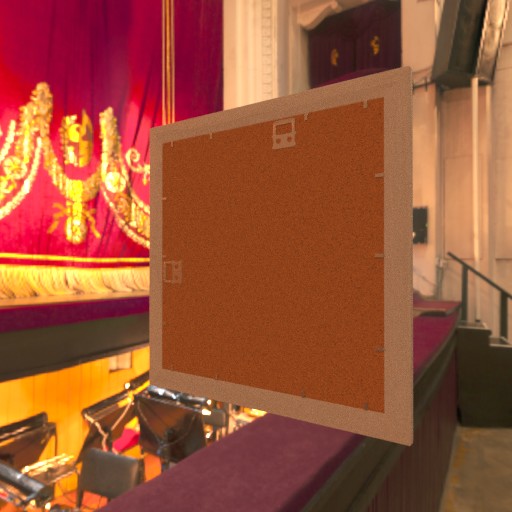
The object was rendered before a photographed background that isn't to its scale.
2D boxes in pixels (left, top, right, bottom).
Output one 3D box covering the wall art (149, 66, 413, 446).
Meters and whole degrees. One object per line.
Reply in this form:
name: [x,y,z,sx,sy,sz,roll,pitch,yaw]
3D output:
wall art: [0.000,0.000,0.850,0.584,0.584,0.013,0,0,35]
